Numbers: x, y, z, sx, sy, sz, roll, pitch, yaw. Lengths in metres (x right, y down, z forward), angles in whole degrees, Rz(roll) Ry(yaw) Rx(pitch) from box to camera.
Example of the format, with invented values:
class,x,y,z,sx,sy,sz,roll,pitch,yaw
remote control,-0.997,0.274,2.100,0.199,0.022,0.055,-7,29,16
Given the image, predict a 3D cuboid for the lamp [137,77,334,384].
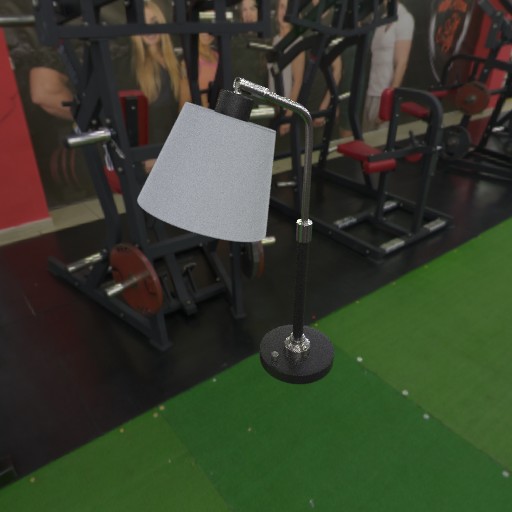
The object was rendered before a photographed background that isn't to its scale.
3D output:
class,x,y,z,sx,sy,sz,roll,pitch,yaw
lamp,0.000,0.000,0.707,0.348,0.539,0.181,-20,36,-30
